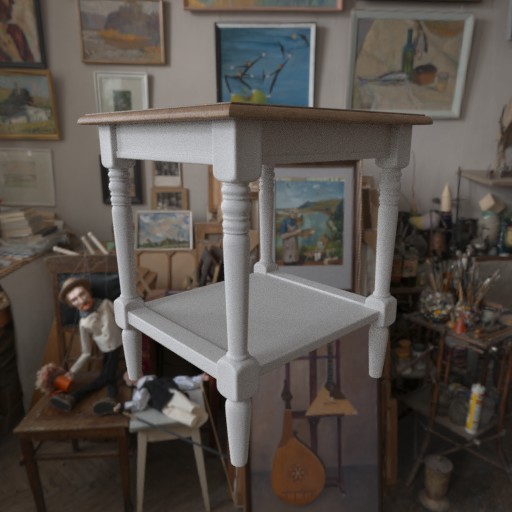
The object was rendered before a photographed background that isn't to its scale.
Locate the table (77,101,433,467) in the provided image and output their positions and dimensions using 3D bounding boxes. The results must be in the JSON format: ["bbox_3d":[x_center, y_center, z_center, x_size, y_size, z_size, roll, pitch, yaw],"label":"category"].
[{"bbox_3d":[0.000,0.000,0.921,0.508,0.561,0.457,-13,20,-41],"label":"table"}]
